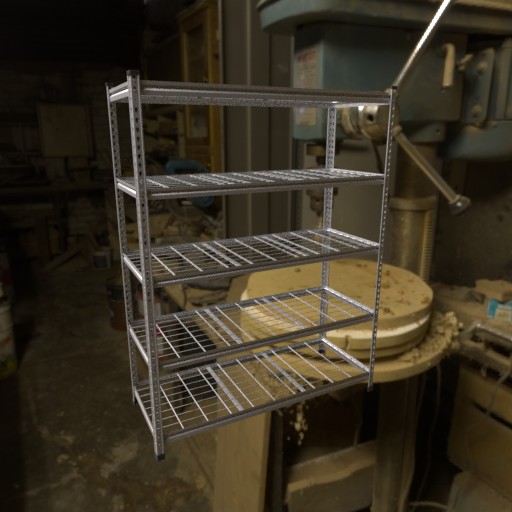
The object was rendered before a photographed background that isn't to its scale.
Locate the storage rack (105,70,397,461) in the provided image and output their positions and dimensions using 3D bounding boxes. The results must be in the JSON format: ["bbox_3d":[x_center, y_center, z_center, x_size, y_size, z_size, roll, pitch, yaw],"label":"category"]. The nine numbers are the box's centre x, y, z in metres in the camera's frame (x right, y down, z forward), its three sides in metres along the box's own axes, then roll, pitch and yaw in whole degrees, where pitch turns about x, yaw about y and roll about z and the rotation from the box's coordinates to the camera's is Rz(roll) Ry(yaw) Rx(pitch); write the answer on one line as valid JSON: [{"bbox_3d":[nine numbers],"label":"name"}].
[{"bbox_3d":[0.000,0.000,2.739,1.524,1.981,0.610,-8,18,-26],"label":"storage rack"}]
